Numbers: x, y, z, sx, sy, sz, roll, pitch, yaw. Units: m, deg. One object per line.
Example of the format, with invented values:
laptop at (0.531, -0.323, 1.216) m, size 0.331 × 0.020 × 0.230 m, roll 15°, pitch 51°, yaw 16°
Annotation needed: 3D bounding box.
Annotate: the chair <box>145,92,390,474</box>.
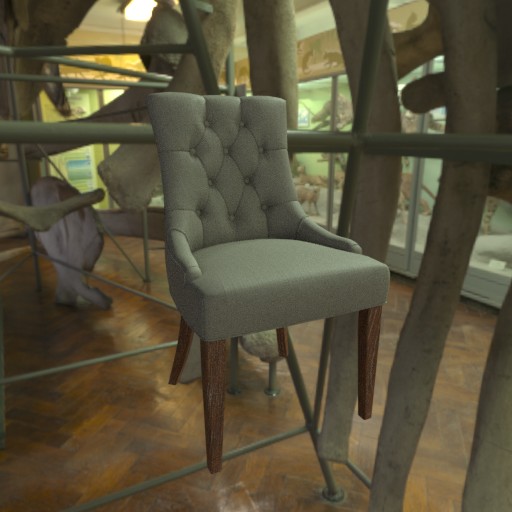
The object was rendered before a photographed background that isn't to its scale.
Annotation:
chair at (0.000, 0.000, 1.221) m, size 0.509 × 0.874 × 0.565 m, roll -8°, pitch 17°, yaw -26°
